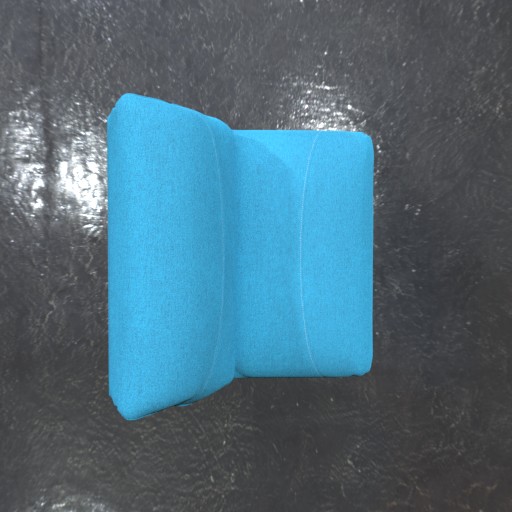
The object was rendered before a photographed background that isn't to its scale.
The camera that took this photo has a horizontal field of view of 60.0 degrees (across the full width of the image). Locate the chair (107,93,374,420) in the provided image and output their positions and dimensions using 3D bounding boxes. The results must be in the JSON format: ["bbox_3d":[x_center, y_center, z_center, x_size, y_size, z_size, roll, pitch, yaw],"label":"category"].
[{"bbox_3d":[0.000,0.000,1.347,0.780,0.580,0.820,0,91,-1],"label":"chair"}]
